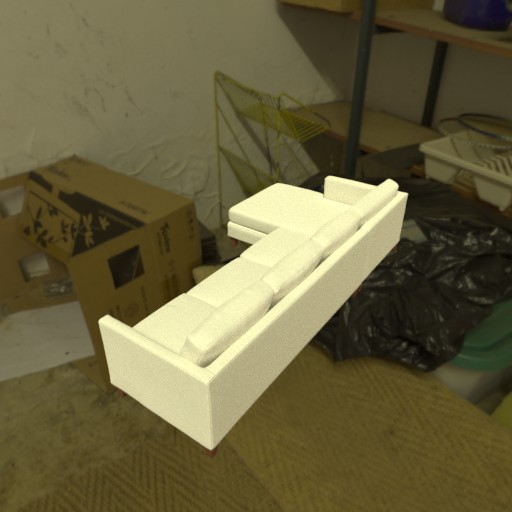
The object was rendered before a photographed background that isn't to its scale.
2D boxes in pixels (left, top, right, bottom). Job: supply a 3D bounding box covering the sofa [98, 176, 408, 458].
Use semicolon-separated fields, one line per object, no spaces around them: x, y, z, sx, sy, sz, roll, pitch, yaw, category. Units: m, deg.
0.000;0.000;3.991;1.625;0.846;3.186;20;36;30;sofa
